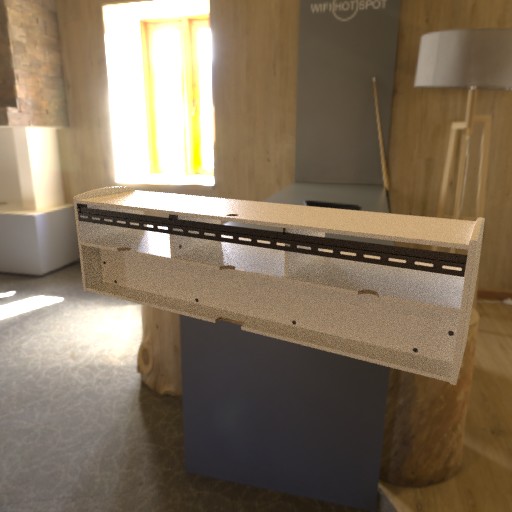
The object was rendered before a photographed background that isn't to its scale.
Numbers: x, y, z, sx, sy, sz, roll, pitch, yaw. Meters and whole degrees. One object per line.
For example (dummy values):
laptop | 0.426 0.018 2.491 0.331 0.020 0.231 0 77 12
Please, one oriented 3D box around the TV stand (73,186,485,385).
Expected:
TV stand | 0.000 0.000 1.659 1.473 0.424 0.397 9 18 28
